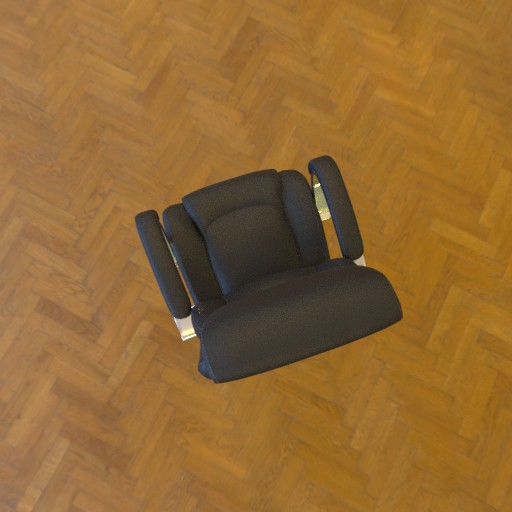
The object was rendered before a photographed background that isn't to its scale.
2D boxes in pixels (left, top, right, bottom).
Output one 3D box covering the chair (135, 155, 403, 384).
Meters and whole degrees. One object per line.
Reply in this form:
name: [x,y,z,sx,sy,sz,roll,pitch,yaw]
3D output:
chair: [0.000,0.000,1.661,0.755,1.183,0.790,-18,77,-4]
